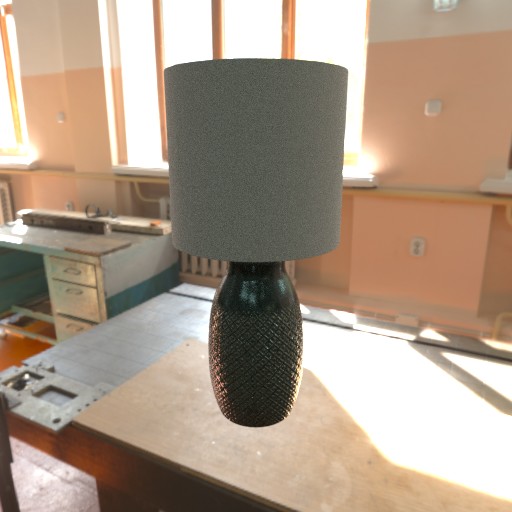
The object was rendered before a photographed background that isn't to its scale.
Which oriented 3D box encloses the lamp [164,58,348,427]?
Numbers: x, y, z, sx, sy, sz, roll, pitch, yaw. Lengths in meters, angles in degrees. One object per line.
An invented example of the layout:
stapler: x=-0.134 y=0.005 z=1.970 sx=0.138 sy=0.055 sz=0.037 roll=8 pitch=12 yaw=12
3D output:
lamp: x=0.000 y=0.000 z=0.589 sx=0.217 sy=0.453 sz=0.217 roll=-8 pitch=17 yaw=-26
